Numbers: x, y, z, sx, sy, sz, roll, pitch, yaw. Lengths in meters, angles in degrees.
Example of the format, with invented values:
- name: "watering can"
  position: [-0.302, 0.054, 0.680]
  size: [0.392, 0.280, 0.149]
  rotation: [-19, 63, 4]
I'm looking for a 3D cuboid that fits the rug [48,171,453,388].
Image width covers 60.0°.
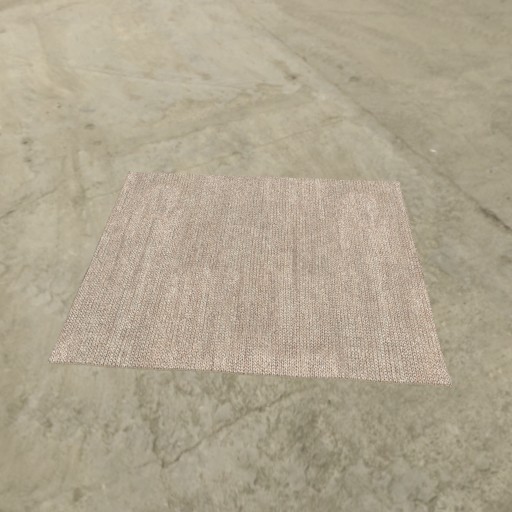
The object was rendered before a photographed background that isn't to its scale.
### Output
- name: "rug"
  position: [0.000, 0.000, 4.137]
  size: [3.052, 0.030, 2.429]
  rotation: [3, 47, 2]
